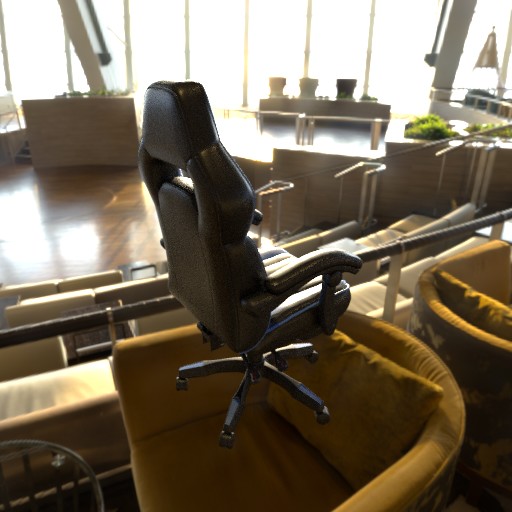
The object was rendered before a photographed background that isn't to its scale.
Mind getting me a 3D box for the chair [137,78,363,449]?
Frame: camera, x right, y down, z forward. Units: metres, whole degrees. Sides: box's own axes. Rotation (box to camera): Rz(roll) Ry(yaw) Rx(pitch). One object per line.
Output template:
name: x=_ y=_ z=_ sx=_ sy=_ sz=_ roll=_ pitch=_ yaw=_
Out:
chair: x=0.000 y=0.000 z=1.705 sx=0.700 sy=1.280 sz=0.700 roll=-16 pitch=29 yaw=-32
